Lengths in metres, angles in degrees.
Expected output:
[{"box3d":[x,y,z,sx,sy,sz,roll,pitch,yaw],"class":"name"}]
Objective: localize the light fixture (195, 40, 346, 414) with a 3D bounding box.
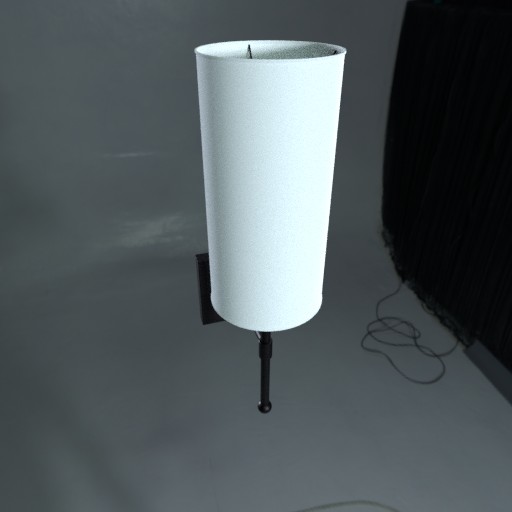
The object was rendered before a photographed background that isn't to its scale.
[{"box3d":[0.000,0.000,0.531,0.128,0.462,0.208,-9,33,-15],"class":"light fixture"}]
